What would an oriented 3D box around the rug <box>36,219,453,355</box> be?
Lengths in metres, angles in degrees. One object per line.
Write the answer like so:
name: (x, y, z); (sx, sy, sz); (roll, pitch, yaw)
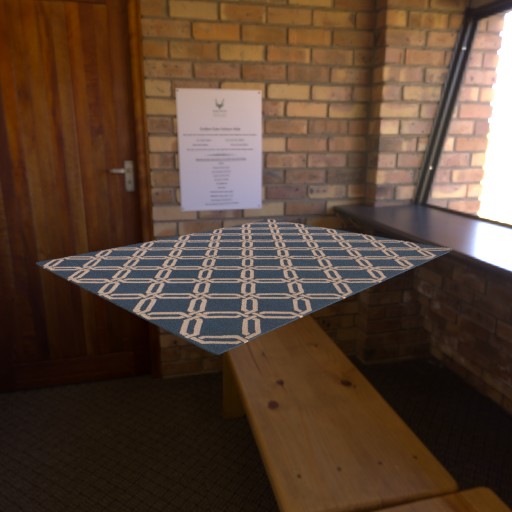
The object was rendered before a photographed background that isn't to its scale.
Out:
rug: (0.000, 0.000, 3.846); (2.277, 0.020, 2.867); (14, 20, 42)
